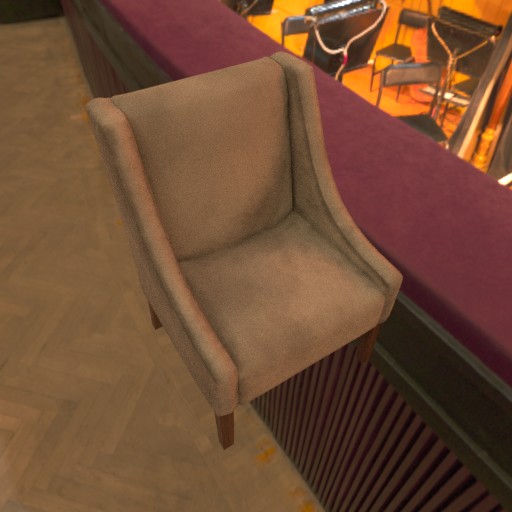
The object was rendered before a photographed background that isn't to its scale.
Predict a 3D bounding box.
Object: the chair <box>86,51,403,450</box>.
[{"bbox_3d":[0.000,0.000,1.328,0.629,0.895,0.629,-24,51,-22],"label":"chair"}]
